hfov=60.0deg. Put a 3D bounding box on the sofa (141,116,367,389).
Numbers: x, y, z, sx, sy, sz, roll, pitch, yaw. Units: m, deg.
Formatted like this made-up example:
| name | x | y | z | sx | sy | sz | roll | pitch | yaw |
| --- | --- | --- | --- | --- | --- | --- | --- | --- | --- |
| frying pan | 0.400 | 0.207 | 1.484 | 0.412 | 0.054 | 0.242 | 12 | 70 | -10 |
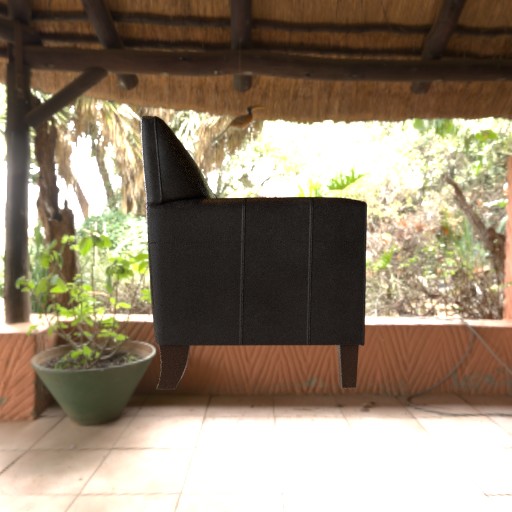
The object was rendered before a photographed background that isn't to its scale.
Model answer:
| name | x | y | z | sx | sy | sz | roll | pitch | yaw |
| --- | --- | --- | --- | --- | --- | --- | --- | --- | --- |
| sofa | 0.000 | 0.000 | 2.505 | 0.805 | 0.947 | 2.053 | 0 | -1 | -1 |
